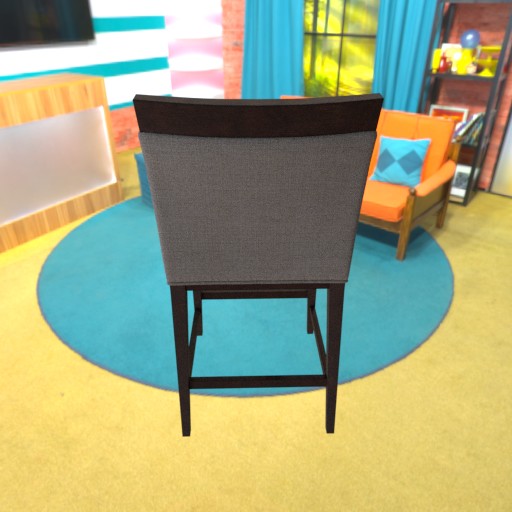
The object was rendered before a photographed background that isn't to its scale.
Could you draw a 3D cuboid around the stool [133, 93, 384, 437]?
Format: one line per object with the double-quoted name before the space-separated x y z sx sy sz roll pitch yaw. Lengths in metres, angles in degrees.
"stool" 0.000 0.000 1.343 0.512 1.009 0.531 -1 30 -1
